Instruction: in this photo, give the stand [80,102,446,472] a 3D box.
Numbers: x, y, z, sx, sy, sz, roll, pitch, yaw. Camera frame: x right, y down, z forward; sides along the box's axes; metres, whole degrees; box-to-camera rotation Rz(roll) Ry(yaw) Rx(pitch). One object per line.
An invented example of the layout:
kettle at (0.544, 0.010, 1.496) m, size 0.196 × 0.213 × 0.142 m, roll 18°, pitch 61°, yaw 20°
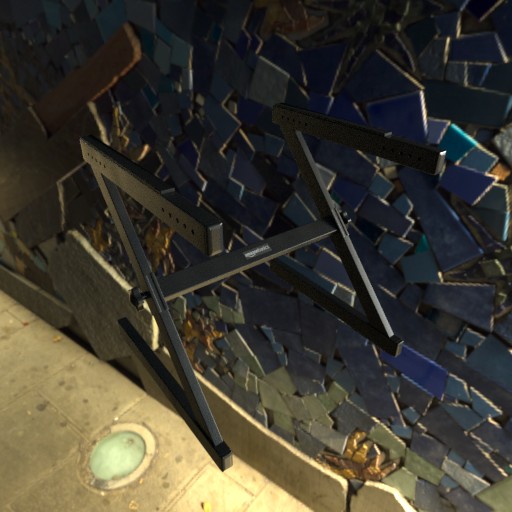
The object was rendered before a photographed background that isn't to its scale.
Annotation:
stand at (0.000, 0.000, 1.179) m, size 0.700 × 0.617 × 0.586 m, roll -21°, pitch 37°, yaw -31°
